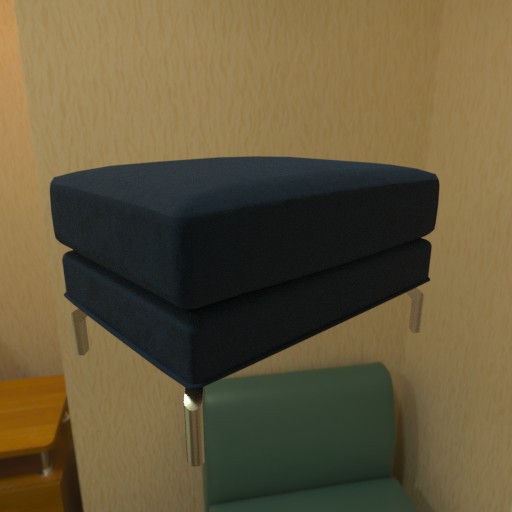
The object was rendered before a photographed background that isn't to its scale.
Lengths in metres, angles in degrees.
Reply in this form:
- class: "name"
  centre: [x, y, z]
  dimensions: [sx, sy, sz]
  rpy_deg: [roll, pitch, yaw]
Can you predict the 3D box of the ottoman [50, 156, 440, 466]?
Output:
- class: "ottoman"
  centre: [0.000, 0.000, 1.171]
  dimensions: [0.835, 0.498, 0.587]
  rpy_deg: [-15, 22, -40]
